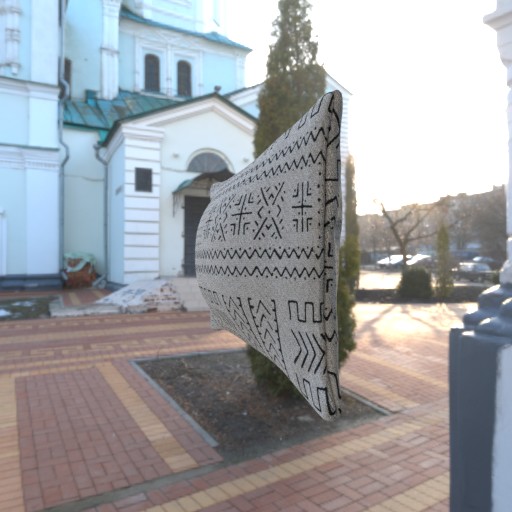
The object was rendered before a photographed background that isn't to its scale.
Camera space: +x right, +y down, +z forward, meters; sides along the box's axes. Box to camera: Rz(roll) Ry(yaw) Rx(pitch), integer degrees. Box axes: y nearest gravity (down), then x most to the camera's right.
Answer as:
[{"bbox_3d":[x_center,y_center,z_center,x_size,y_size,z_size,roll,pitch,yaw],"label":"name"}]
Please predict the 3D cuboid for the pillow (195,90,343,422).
[{"bbox_3d":[0.000,0.000,0.765,0.188,0.352,0.637,0,0,-17],"label":"pillow"}]
